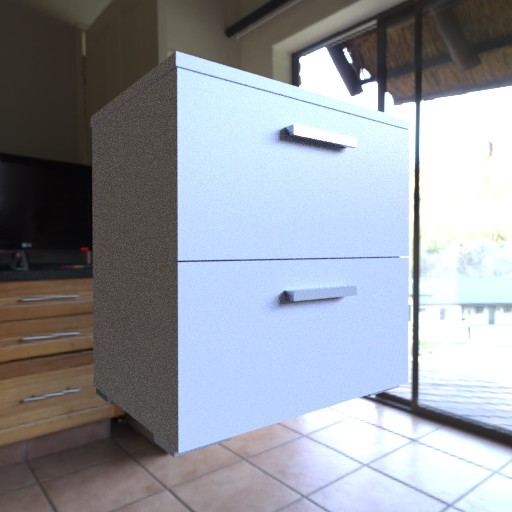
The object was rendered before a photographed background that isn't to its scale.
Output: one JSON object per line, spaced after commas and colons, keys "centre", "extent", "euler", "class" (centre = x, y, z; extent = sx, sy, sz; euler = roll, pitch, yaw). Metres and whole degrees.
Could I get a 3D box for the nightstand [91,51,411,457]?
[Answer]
{"centre": [0.000, 0.000, 0.741], "extent": [0.441, 0.460, 0.325], "euler": [-1, 1, -37], "class": "nightstand"}
